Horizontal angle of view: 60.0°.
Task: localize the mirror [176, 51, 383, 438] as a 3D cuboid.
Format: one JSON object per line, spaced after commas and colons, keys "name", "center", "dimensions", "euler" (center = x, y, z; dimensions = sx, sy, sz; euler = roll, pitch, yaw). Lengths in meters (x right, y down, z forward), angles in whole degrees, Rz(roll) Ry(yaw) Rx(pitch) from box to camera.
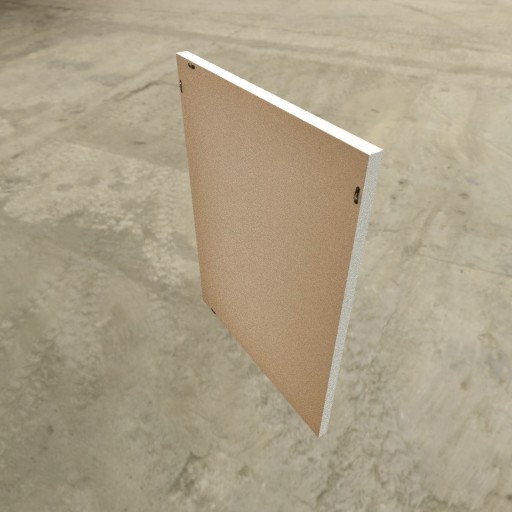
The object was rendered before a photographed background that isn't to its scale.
{"name": "mirror", "center": [0.000, 0.000, 1.370], "dimensions": [0.041, 1.016, 0.762], "euler": [-24, 46, -26]}
